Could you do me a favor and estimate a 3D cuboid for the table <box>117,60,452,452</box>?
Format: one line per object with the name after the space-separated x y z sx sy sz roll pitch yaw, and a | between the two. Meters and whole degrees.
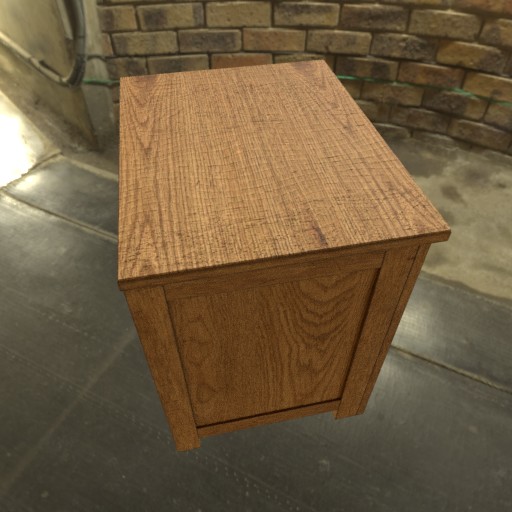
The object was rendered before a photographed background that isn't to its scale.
0.000 0.000 1.030 0.494 0.625 0.601 -9 47 -8 | table
